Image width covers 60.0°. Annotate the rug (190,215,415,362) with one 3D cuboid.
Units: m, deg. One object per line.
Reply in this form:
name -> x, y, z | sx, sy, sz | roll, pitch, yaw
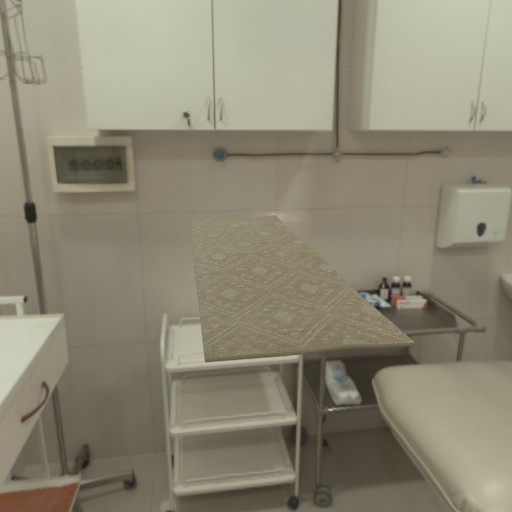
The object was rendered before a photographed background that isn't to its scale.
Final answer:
rug -> 0.000, 0.000, 2.684 | 0.752, 0.051, 2.452 | -2, 16, -9
